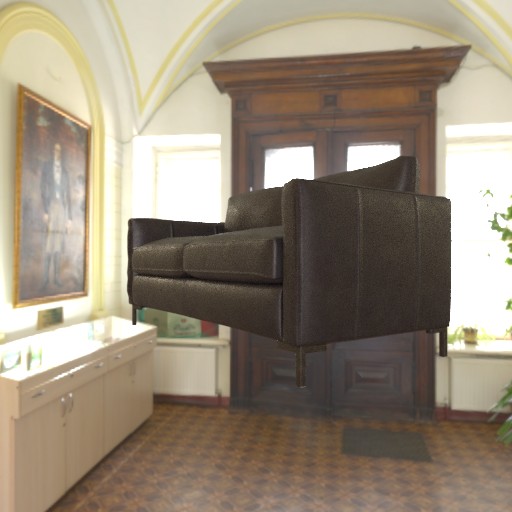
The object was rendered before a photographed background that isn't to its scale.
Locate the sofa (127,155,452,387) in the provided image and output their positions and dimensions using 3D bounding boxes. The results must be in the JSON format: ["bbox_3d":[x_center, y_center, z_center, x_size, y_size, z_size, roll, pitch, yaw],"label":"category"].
[{"bbox_3d":[0.000,0.000,2.392,0.947,0.883,1.805,0,-1,-36],"label":"sofa"}]
